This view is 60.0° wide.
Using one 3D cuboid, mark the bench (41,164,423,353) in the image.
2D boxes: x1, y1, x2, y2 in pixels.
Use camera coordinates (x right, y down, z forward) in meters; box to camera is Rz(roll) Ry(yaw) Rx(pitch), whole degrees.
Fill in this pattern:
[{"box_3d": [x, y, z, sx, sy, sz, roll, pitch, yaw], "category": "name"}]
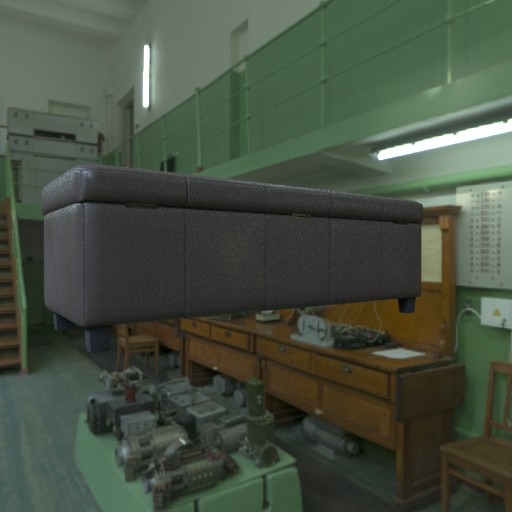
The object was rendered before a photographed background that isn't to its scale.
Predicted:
[{"box_3d": [0.000, 0.000, 1.444, 1.219, 0.417, 0.450, 0, 0, -35], "category": "bench"}]
